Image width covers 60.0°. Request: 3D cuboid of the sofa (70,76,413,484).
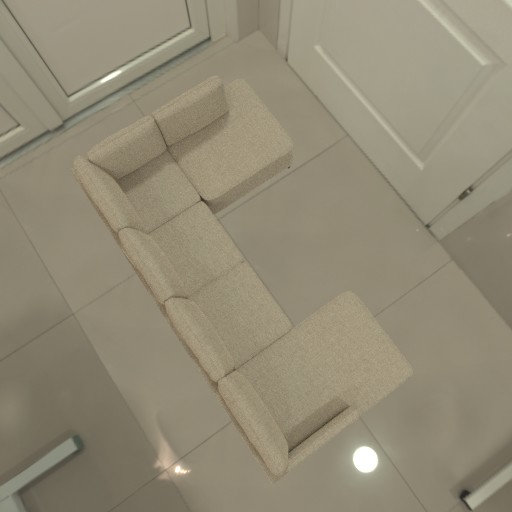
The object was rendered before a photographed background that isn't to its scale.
[{"bbox_3d":[0.000,0.000,4.256,2.021,0.996,3.423,-34,78,-8],"label":"sofa"}]
